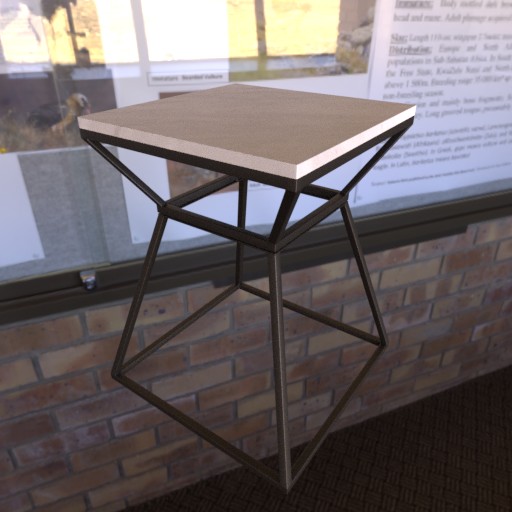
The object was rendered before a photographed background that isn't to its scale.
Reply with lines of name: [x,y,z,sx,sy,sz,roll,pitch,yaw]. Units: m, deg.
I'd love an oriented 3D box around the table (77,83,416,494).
table: [0.000,0.000,0.878,0.455,0.559,0.455,20,35,30]
